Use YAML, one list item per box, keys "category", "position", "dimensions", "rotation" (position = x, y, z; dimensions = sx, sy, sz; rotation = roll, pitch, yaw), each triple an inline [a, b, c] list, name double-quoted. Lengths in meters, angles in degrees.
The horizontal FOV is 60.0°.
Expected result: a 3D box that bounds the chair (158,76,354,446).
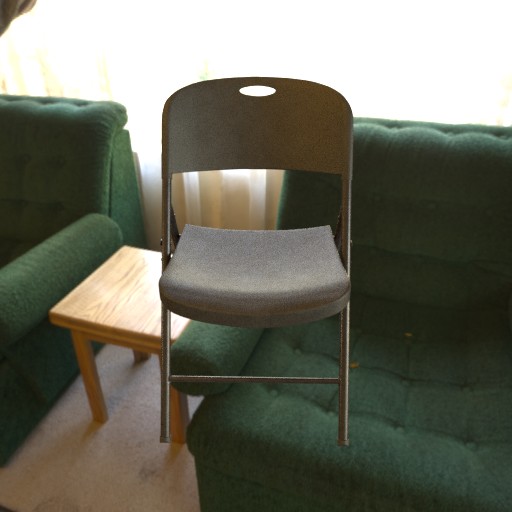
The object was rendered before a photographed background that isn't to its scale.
- category: "chair"
  position: [0.000, 0.000, 1.178]
  dimensions: [0.494, 0.810, 0.566]
  rotation: [1, 31, 1]
